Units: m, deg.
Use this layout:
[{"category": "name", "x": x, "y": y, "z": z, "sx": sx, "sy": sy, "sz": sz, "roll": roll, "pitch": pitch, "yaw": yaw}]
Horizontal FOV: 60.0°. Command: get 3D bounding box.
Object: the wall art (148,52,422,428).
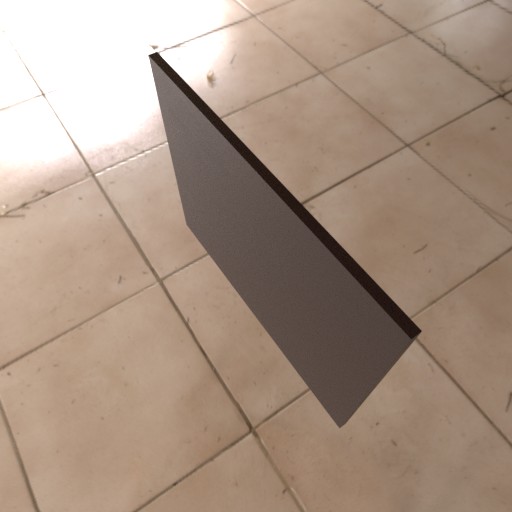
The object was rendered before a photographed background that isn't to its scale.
[{"category": "wall art", "x": 0.000, "y": 0.000, "z": 1.613, "sx": 0.034, "sy": 0.952, "sz": 1.207, "roll": -30, "pitch": 63, "yaw": -18}]
